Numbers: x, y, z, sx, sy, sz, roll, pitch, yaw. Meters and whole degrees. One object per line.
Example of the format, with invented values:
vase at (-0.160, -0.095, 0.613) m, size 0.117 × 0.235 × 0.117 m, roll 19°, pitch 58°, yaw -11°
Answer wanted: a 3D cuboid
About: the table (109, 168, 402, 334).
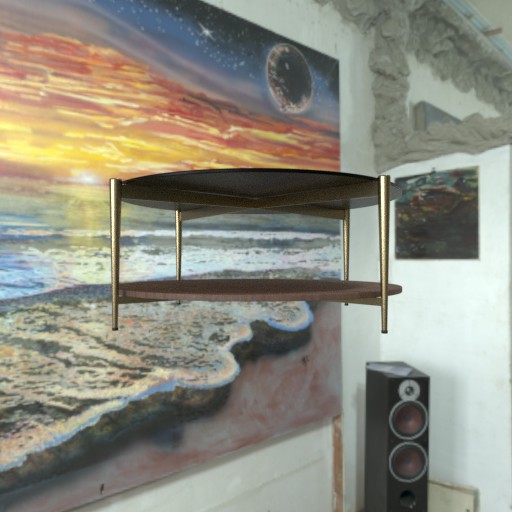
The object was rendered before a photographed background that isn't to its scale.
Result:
table at (0.000, 0.000, 1.497) m, size 0.938 × 0.400 × 0.938 m, roll 0°, pitch -1°, yaw 19°
